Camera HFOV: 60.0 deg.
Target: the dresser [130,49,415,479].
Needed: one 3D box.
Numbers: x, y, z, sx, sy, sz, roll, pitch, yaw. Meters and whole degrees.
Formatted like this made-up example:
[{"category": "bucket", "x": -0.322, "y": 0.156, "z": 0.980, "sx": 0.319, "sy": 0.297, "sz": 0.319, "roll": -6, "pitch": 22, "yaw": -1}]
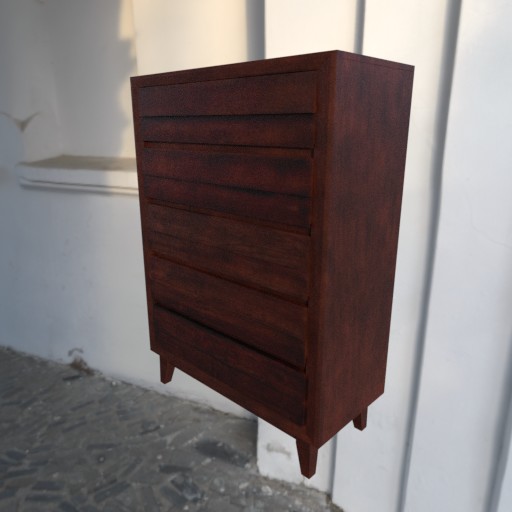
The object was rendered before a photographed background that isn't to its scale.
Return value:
[{"category": "dresser", "x": 0.000, "y": 0.000, "z": 1.962, "sx": 1.072, "sy": 1.514, "sz": 0.506, "roll": 15, "pitch": 22, "yaw": 41}]
